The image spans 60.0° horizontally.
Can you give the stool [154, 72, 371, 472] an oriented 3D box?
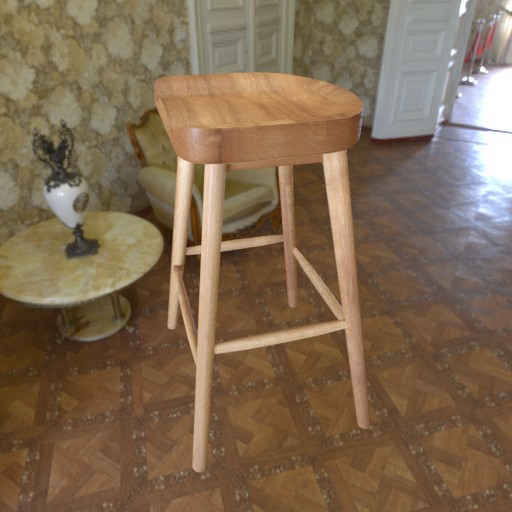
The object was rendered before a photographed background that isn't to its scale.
[{"bbox_3d":[0.000,0.000,0.870,0.361,0.615,0.440,-8,32,-14],"label":"stool"}]
